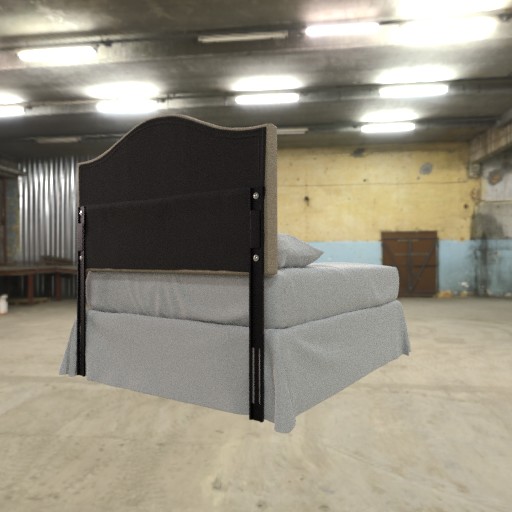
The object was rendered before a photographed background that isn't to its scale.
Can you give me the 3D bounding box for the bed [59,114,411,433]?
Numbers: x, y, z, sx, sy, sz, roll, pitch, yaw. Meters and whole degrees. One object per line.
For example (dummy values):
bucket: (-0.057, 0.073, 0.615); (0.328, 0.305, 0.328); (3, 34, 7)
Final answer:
bed: (0.000, 0.000, 3.439); (1.876, 1.645, 2.221); (0, 0, 35)
